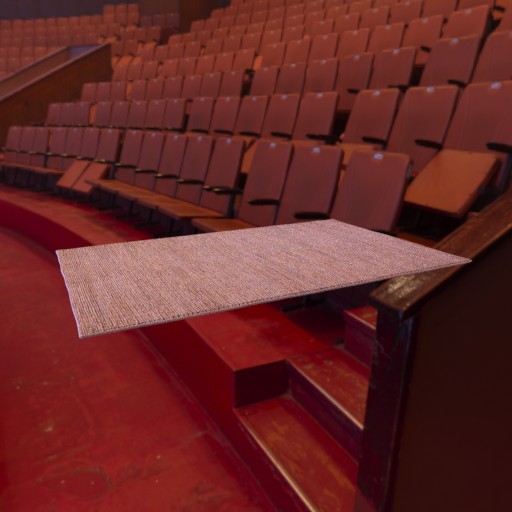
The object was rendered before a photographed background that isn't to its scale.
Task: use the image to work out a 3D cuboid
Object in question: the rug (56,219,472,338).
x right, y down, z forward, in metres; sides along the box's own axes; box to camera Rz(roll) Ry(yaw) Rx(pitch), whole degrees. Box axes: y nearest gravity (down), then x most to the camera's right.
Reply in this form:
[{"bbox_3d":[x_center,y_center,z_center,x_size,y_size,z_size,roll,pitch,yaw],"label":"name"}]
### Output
[{"bbox_3d":[0.000,0.000,3.047,2.438,0.034,1.521,-8,18,-26],"label":"rug"}]
